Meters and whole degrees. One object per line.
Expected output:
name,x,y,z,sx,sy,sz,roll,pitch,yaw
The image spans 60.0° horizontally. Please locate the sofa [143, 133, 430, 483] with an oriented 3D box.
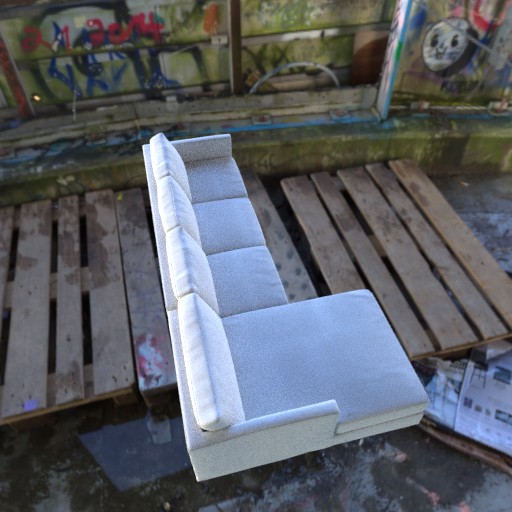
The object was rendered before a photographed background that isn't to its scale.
sofa,0.000,0.000,3.851,1.625,0.861,3.186,-11,48,-10
